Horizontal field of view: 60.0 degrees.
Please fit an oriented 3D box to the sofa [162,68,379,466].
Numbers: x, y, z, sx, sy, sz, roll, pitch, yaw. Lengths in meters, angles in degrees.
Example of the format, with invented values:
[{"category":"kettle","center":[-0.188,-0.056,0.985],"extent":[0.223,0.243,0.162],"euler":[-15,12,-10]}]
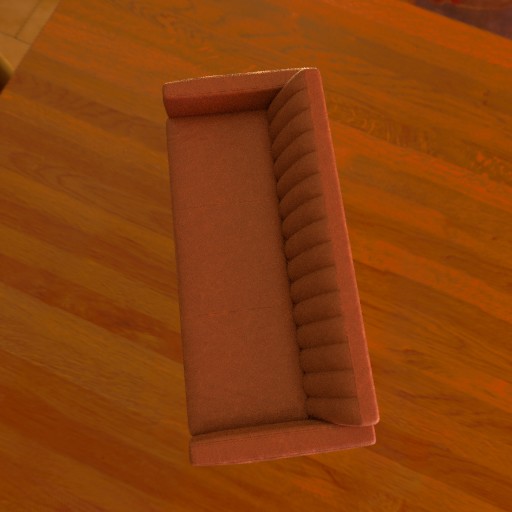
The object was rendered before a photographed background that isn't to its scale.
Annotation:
[{"category":"sofa","center":[0.000,0.000,2.738],"extent":[0.990,0.821,2.291],"euler":[-6,76,-2]}]
